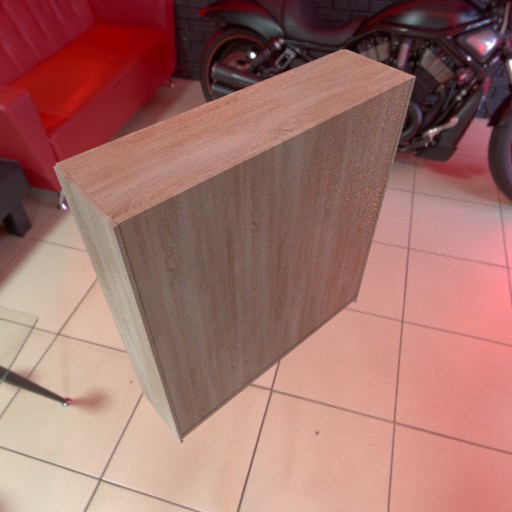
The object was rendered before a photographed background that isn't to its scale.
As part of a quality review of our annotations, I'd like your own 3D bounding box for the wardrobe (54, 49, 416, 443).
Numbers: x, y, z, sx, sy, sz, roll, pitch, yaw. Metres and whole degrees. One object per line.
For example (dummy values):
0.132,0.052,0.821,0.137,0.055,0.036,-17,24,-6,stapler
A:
0.000,0.000,3.101,1.998,2.159,0.598,-32,54,-27,wardrobe
